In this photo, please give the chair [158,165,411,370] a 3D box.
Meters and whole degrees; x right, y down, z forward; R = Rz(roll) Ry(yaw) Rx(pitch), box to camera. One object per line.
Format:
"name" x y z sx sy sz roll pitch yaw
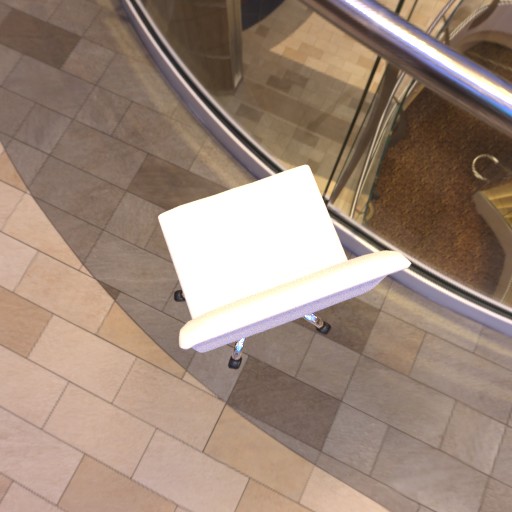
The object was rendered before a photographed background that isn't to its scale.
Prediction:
"chair" 0.000 0.000 1.065 0.520 0.750 0.455 -20 76 -5
